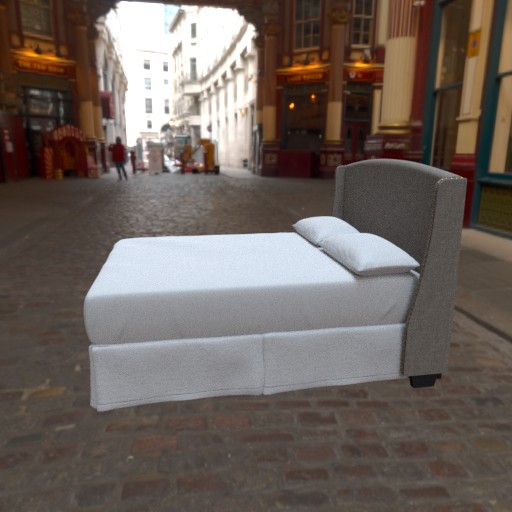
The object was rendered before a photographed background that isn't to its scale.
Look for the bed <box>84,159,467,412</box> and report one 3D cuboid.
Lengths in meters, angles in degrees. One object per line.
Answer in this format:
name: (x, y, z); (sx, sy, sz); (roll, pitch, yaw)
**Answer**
bed: (0.000, 0.000, 3.324); (2.237, 1.407, 1.710); (-2, 14, -10)
